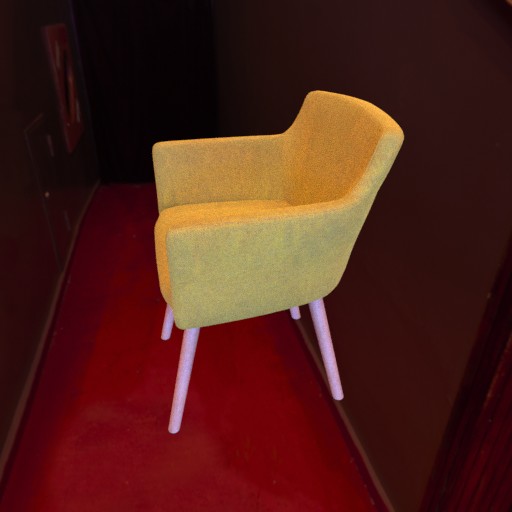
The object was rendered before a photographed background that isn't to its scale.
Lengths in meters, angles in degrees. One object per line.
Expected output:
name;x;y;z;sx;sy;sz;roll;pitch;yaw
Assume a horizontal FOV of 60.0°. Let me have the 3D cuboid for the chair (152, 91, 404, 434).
chair;0.000;0.000;1.192;0.570;0.780;0.570;-7;31;-12
